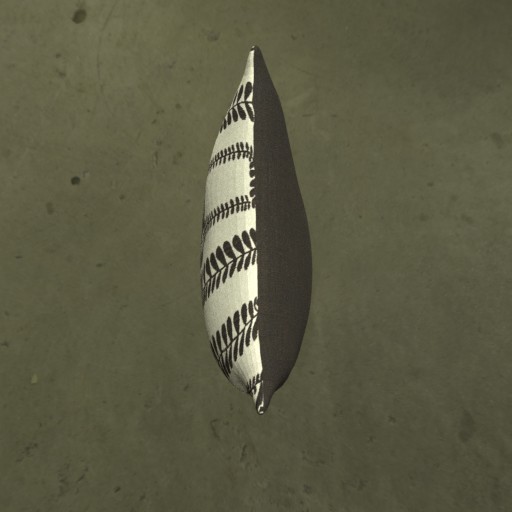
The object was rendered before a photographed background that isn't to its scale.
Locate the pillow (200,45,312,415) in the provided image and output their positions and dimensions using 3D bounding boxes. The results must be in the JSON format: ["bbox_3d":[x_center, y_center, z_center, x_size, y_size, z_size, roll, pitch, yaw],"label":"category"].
[{"bbox_3d":[0.000,0.000,0.697,0.182,0.441,0.440,-1,75,0],"label":"pillow"}]
